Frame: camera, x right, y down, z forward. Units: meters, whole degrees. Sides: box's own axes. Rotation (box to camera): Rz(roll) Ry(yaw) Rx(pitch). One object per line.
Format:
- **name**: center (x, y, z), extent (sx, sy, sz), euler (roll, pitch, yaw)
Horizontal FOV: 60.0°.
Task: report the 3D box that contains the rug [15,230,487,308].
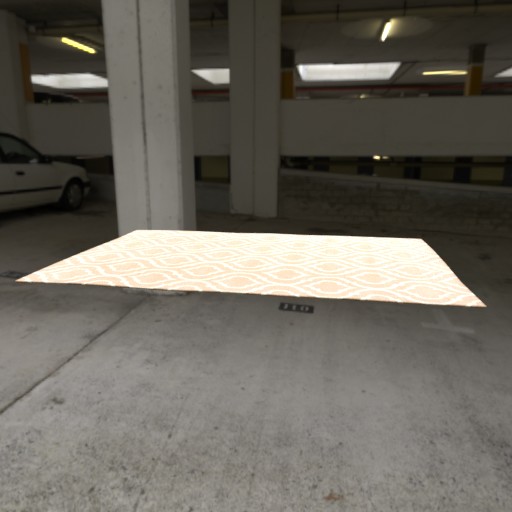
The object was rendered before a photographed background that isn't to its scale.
- **rug**: center (0.000, 0.000, 2.159), extent (1.761, 0.013, 1.152), euler (2, 14, 9)
